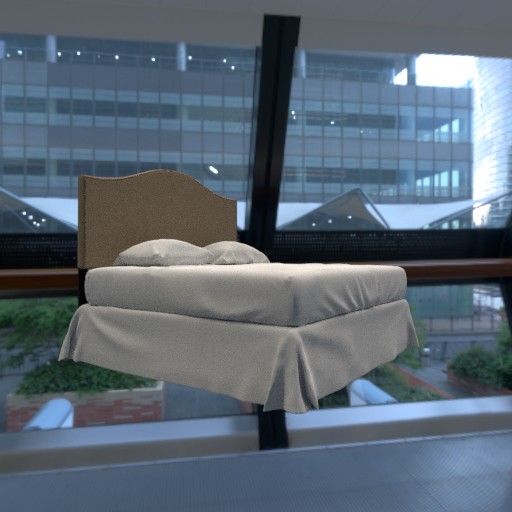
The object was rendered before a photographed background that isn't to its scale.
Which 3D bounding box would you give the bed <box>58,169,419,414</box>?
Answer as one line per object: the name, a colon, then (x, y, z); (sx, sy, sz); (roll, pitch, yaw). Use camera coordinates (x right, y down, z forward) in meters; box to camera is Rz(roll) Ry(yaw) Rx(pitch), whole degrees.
bed: (0.000, 0.000, 3.757); (2.222, 1.651, 2.311); (0, 0, 36)
